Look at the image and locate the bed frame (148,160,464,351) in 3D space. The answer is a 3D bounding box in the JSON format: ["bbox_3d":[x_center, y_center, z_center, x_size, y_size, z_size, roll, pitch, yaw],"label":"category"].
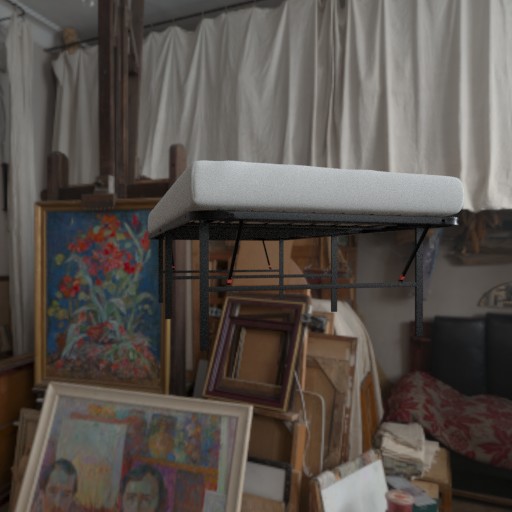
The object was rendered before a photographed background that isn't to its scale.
[{"bbox_3d":[0.000,0.000,2.315,0.989,0.619,1.903,0,0,-17],"label":"bed frame"}]
